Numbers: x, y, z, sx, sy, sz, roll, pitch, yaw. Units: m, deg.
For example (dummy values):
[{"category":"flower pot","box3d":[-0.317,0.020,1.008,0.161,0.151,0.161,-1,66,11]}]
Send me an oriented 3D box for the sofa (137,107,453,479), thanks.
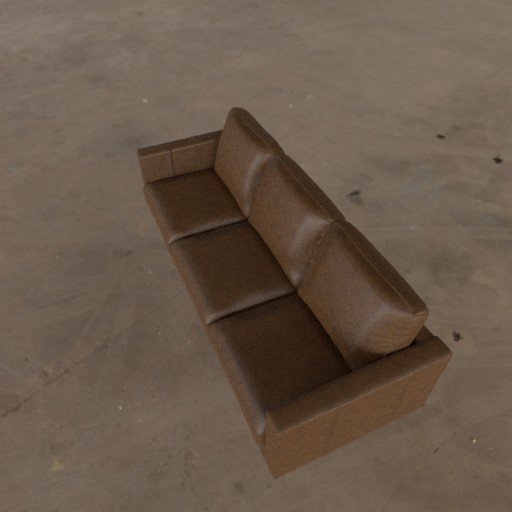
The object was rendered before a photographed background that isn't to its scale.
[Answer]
[{"category":"sofa","box3d":[0.000,0.000,2.694,0.903,0.930,2.231,-18,48,-17]}]
